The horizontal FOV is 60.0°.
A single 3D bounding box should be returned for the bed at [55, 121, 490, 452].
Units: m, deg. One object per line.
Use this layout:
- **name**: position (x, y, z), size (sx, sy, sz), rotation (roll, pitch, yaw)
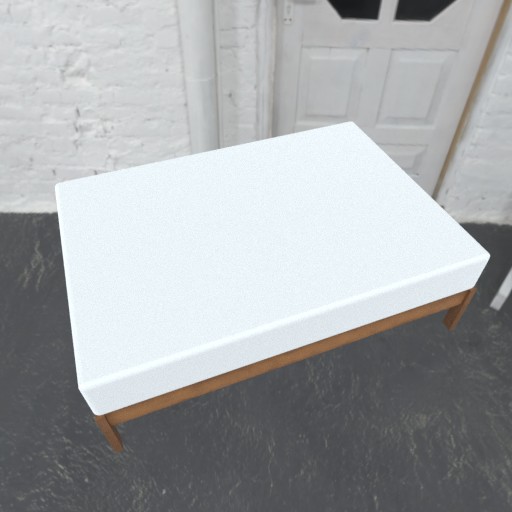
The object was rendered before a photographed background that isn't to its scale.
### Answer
- **bed**: position (0.000, 0.000, 2.520), size (1.927, 0.616, 1.348), rotation (-16, 48, -14)
